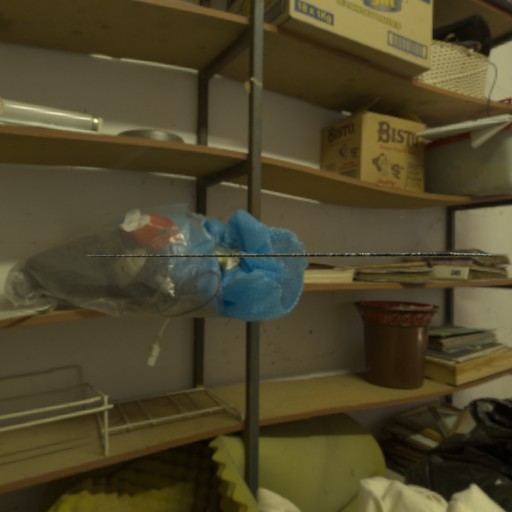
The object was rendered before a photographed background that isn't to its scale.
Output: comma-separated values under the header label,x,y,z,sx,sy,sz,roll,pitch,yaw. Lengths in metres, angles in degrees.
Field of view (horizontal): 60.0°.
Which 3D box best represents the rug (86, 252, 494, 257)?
label,x,y,z,sx,sy,sz,roll,pitch,yaw
rug,0.000,0.000,2.507,2.306,0.013,0.719,0,0,38
